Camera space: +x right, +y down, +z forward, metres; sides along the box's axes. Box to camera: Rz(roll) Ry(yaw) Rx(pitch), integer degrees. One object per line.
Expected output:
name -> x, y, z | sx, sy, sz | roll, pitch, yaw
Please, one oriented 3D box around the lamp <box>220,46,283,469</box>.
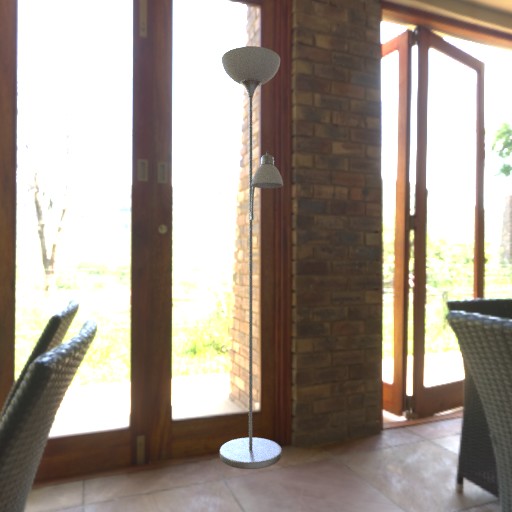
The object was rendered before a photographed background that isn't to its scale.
lamp -> 0.000, 0.000, 1.950 | 0.279, 1.804, 0.425 | 0, -1, -18
